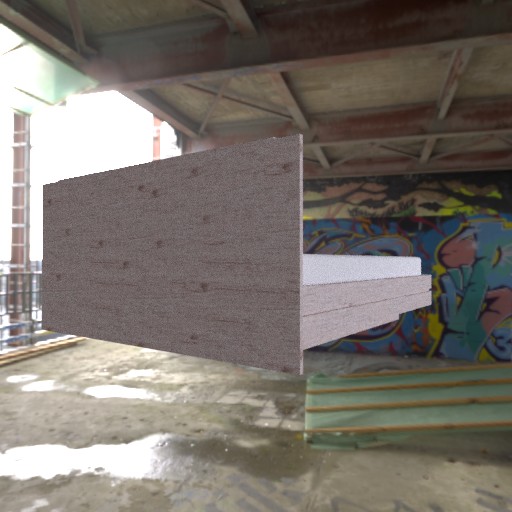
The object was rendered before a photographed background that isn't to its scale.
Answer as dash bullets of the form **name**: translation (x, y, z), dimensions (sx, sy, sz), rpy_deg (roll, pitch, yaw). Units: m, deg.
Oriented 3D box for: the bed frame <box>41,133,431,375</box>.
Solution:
- **bed frame**: translation (0.000, 0.000, 3.163), dimensions (1.950, 0.970, 2.080), rpy_deg (0, -1, 36)
